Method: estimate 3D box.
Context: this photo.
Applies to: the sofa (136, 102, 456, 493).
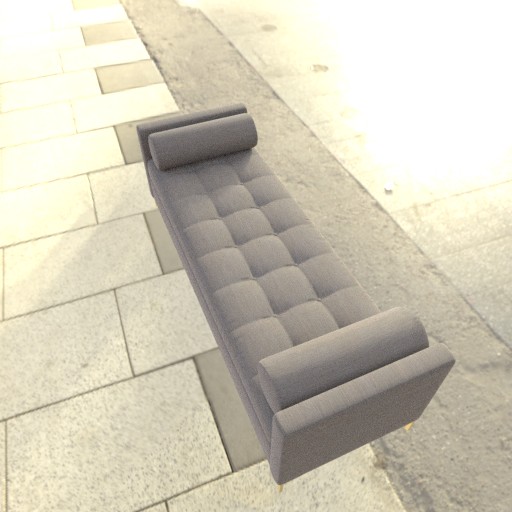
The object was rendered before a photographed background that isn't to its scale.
[{"bbox_3d":[0.000,0.000,2.288,0.686,0.635,1.981,-18,50,-16],"label":"sofa"}]
